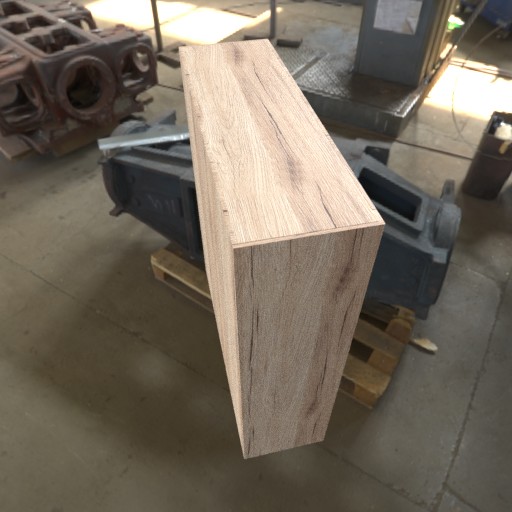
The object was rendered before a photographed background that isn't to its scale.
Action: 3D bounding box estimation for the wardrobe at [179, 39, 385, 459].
[{"bbox_3d":[0.000,0.000,2.950,0.580,2.070,1.810,-9,47,-9],"label":"wardrobe"}]
